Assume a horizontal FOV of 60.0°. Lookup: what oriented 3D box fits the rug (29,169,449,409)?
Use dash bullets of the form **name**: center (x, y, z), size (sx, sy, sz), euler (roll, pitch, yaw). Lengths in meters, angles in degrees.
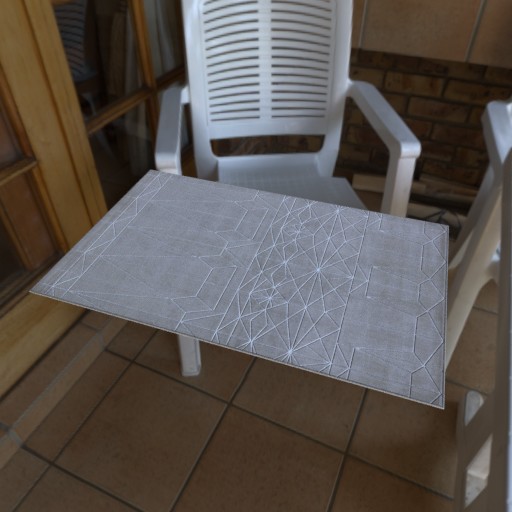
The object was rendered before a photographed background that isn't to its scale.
- **rug**: center (0.000, 0.000, 2.976), size (2.438, 0.012, 1.524), euler (13, 43, 14)
